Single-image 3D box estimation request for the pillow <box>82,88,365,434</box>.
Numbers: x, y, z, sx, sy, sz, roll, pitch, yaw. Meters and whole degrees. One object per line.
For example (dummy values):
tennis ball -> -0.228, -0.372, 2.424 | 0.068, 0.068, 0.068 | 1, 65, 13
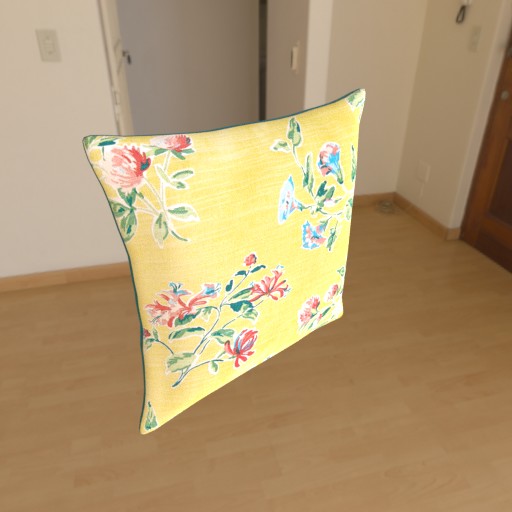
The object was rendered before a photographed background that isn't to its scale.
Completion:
pillow -> 0.000, 0.000, 0.784 | 0.525, 0.508, 0.166 | -23, 37, -34
